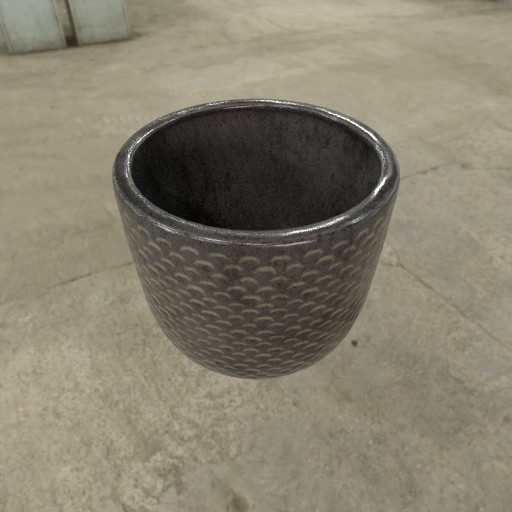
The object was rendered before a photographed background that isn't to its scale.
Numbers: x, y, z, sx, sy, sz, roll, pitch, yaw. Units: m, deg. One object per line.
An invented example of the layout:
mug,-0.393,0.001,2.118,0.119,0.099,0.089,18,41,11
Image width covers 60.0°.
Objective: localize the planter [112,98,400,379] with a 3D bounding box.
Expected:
planter,0.000,0.000,0.370,0.197,0.191,0.197,0,41,0
